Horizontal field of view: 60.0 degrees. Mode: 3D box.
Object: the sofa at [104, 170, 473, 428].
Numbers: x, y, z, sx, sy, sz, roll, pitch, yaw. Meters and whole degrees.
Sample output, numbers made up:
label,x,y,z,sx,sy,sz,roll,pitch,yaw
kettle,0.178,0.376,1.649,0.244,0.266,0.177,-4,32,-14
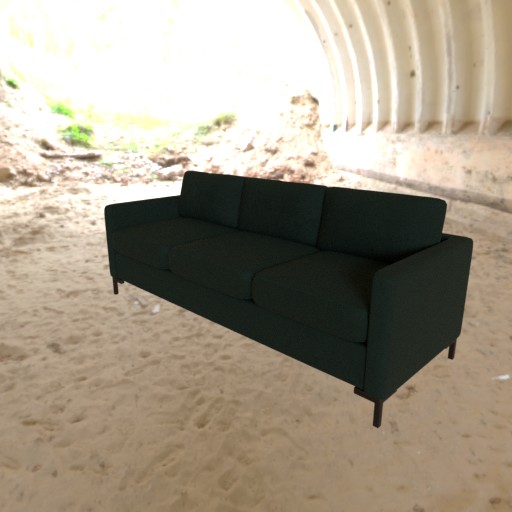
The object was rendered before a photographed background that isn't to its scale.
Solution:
label,x,y,z,sx,sy,sz,roll,pitch,yaw
sofa,0.000,0.000,2.711,2.218,0.870,0.859,15,22,42
